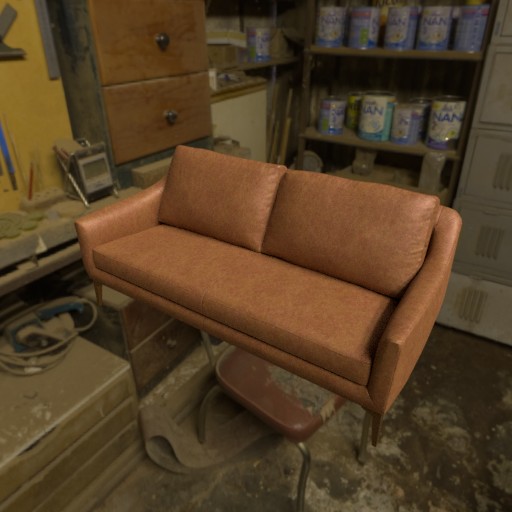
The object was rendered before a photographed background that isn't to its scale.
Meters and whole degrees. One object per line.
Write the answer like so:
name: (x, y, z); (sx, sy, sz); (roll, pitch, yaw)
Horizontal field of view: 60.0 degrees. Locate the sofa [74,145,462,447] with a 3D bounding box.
sofa: (0.000, 0.000, 2.569); (2.036, 0.945, 0.981); (18, 33, 30)
